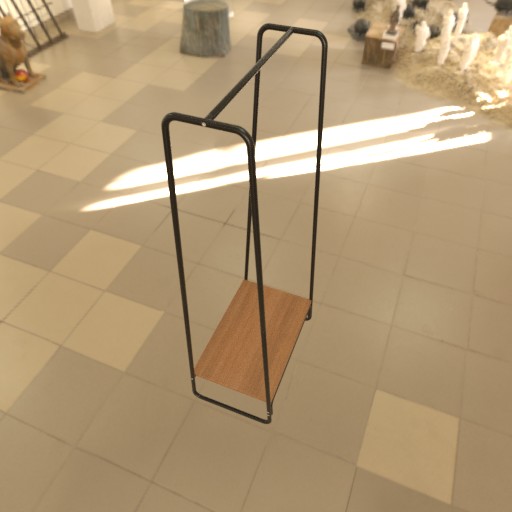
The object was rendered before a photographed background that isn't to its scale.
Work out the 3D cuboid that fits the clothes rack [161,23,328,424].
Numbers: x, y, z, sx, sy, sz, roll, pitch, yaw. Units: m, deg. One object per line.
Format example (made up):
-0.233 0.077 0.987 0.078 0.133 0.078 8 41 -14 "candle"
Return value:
0.000 0.000 1.747 0.400 1.500 0.640 16 48 15 "clothes rack"
